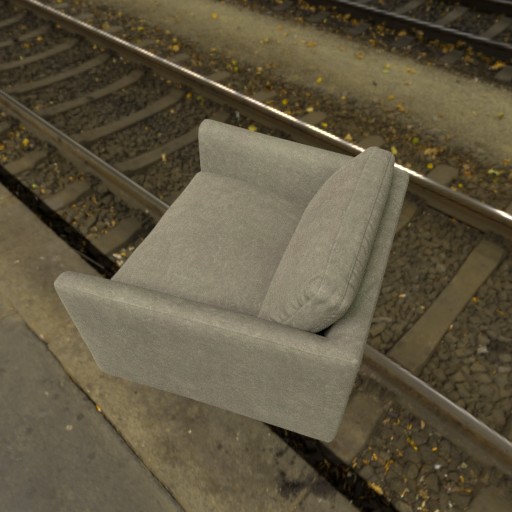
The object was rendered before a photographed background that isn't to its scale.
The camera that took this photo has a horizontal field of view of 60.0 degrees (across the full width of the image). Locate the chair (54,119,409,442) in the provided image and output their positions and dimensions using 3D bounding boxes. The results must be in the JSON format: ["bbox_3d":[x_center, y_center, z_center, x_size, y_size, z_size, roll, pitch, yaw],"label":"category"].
[{"bbox_3d":[0.000,0.000,1.941,1.091,0.845,1.190,16,49,15],"label":"chair"}]
